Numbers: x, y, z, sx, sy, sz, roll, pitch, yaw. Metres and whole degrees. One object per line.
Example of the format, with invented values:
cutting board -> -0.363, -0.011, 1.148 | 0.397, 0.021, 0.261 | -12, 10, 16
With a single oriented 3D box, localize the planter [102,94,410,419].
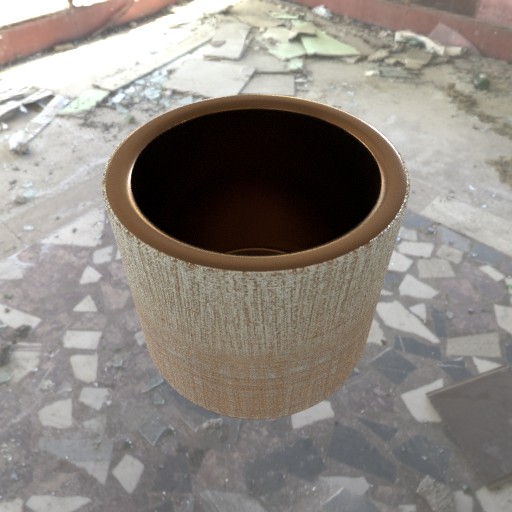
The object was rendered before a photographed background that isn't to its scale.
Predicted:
planter -> 0.000, 0.000, 0.191 | 0.109, 0.096, 0.109 | 0, 46, 0
